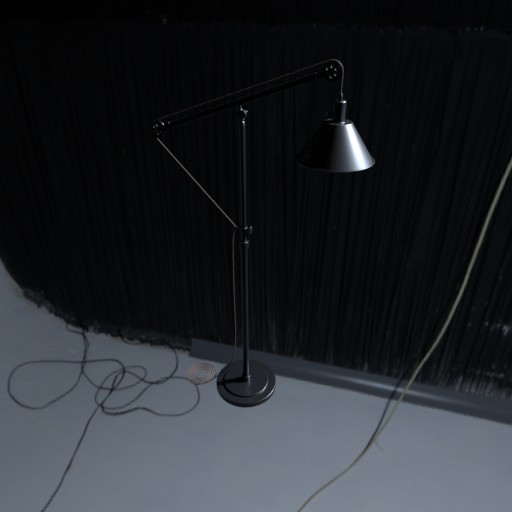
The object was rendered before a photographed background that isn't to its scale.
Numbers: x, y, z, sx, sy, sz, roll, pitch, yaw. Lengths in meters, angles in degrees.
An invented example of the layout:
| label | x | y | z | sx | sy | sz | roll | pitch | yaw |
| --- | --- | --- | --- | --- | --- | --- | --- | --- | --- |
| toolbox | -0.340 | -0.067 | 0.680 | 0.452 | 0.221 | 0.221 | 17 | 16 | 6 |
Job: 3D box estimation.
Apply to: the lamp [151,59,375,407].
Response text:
| label | x | y | z | sx | sy | sz | roll | pitch | yaw |
| --- | --- | --- | --- | --- | --- | --- | --- | --- | --- |
| lamp | 0.000 | 0.000 | 1.970 | 0.904 | 1.626 | 0.319 | 9 | 32 | 15 |
